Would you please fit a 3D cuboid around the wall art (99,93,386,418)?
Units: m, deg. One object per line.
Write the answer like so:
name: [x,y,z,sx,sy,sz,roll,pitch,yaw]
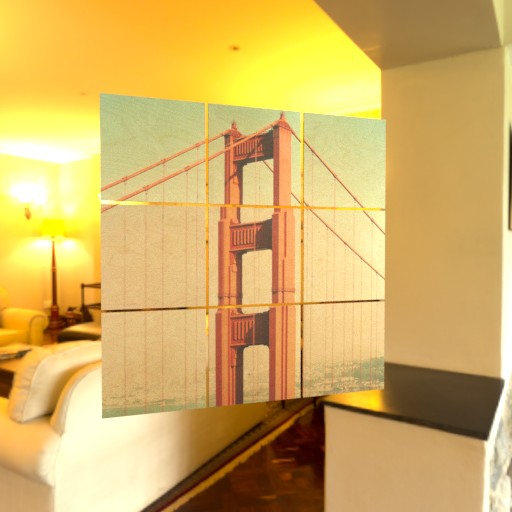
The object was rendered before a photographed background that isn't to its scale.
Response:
wall art: [0.000,0.000,2.293,1.517,1.523,0.013,0,1,-17]
